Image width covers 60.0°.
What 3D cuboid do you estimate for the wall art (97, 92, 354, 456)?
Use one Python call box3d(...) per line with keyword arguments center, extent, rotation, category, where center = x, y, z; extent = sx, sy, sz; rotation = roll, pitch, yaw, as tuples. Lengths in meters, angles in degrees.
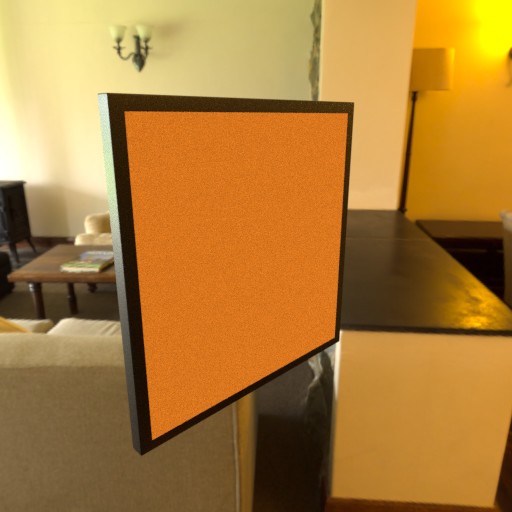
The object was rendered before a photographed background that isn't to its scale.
box3d(center=(0.000, 0.000, 1.139), extent=(0.755, 0.761, 0.038), rotation=(-16, 24, -42), category="wall art")
